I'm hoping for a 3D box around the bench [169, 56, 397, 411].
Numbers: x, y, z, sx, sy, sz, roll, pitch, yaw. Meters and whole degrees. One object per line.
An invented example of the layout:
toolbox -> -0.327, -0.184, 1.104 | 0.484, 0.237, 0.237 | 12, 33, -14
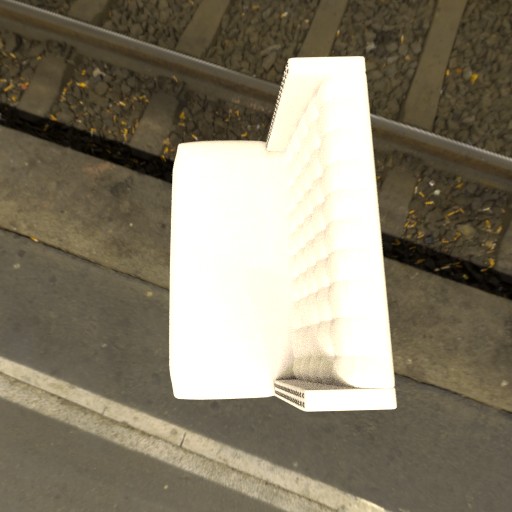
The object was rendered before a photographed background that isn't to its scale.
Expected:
bench -> 0.000, 0.000, 2.047 | 0.847, 1.123, 1.280 | -1, 77, 0
